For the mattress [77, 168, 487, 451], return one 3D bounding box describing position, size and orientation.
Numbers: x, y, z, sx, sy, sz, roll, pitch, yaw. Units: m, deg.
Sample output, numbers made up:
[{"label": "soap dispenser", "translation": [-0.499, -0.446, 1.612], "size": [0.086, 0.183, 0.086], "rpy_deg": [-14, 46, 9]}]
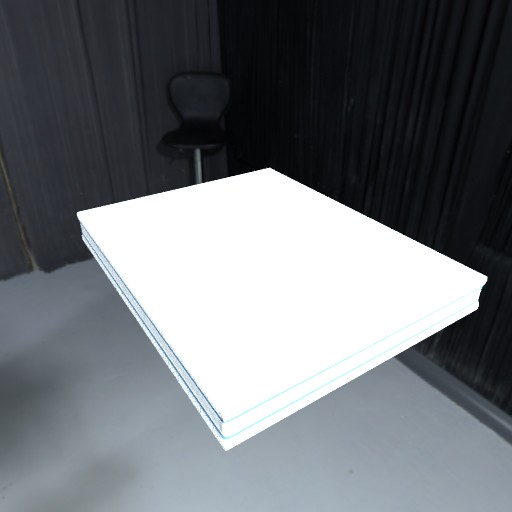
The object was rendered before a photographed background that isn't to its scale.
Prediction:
[{"label": "mattress", "translation": [0.000, 0.000, 2.720], "size": [1.600, 0.230, 2.000], "rpy_deg": [-19, 36, -28]}]
